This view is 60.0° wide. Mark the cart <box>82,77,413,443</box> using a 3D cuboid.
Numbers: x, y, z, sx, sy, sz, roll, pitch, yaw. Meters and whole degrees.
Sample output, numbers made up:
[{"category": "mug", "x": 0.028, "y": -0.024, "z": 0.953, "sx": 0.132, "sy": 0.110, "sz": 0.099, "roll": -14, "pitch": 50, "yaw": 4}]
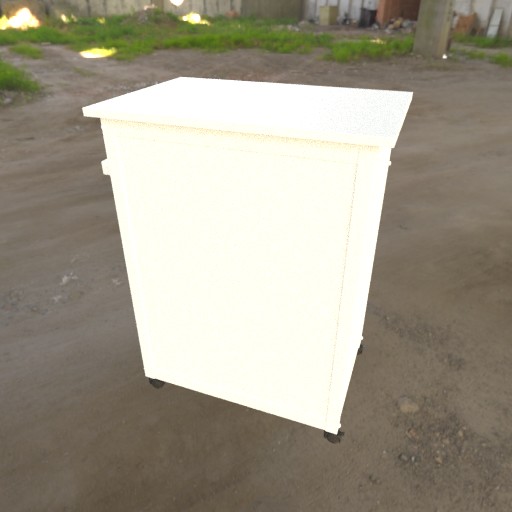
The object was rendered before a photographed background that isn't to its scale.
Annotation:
[{"category": "cart", "x": 0.000, "y": 0.000, "z": 1.270, "sx": 0.683, "sy": 0.864, "sz": 0.442, "roll": 11, "pitch": 32, "yaw": 18}]
